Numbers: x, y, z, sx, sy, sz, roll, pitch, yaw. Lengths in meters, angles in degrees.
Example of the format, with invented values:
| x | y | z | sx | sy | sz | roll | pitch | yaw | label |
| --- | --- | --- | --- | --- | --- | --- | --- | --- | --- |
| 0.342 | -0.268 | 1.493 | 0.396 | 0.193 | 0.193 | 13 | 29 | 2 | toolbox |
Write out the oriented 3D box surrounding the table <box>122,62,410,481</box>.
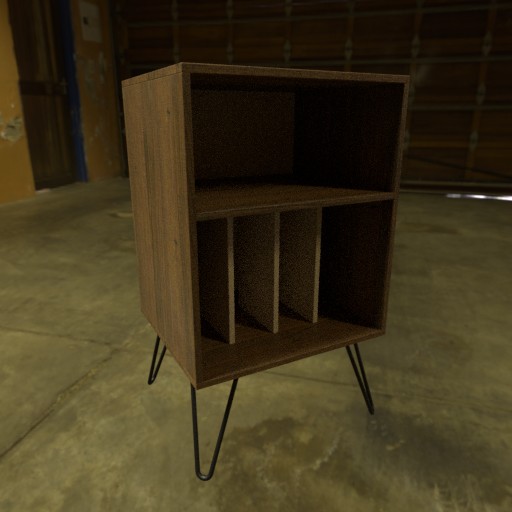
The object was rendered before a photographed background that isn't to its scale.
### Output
| x | y | z | sx | sy | sz | roll | pitch | yaw | label |
| --- | --- | --- | --- | --- | --- | --- | --- | --- | --- |
| 0.000 | 0.000 | 1.163 | 0.526 | 0.866 | 0.457 | -9 | 20 | -27 | table |
